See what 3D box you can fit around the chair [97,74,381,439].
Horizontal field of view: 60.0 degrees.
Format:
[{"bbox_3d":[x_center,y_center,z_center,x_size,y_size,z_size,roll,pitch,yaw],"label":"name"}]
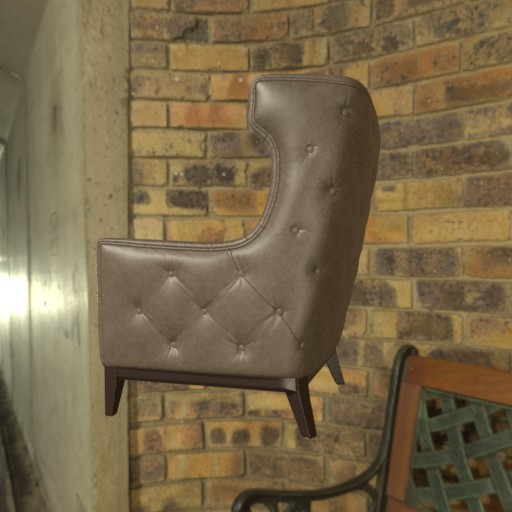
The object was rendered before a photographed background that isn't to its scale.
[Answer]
[{"bbox_3d":[0.000,0.000,1.678,0.899,1.079,0.769,0,0,20],"label":"chair"}]
